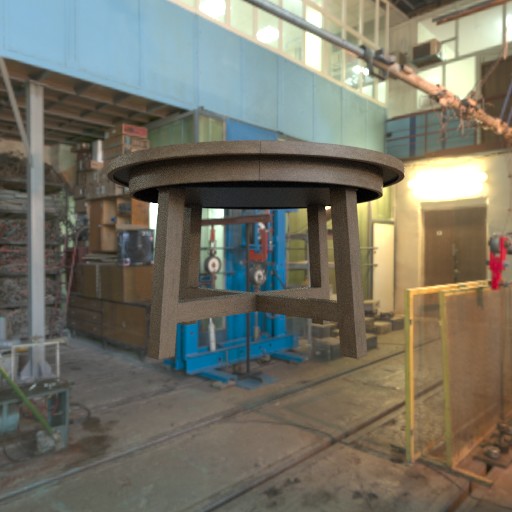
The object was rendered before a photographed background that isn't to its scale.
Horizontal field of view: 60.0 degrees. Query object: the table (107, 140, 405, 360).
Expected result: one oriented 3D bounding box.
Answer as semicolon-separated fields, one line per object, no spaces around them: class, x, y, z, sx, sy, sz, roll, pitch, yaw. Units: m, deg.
table;0.000;0.000;2.080;1.319;0.762;1.319;0;1;0
